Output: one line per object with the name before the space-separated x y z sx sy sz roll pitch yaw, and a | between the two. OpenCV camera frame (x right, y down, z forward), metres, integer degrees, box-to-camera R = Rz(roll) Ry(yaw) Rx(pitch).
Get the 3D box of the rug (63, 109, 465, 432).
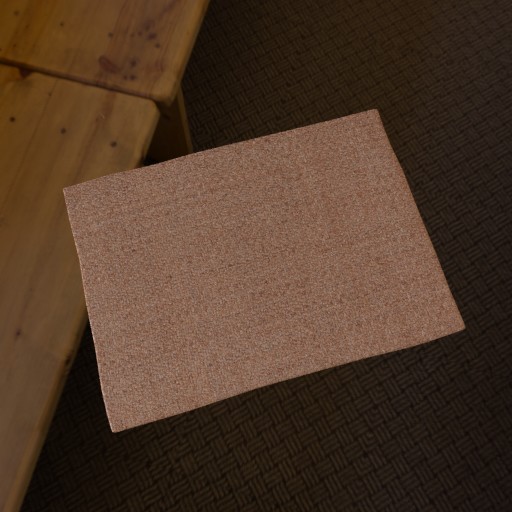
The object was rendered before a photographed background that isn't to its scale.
rug | 0.000 0.000 2.732 2.141 0.013 1.566 -16 77 -4
